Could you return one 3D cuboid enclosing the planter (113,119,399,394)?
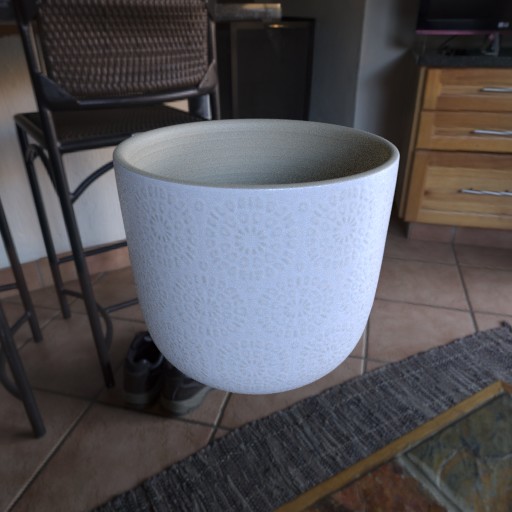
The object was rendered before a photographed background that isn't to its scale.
[{"bbox_3d":[0.000,0.000,0.376,0.208,0.190,0.208,0,27,0],"label":"planter"}]
